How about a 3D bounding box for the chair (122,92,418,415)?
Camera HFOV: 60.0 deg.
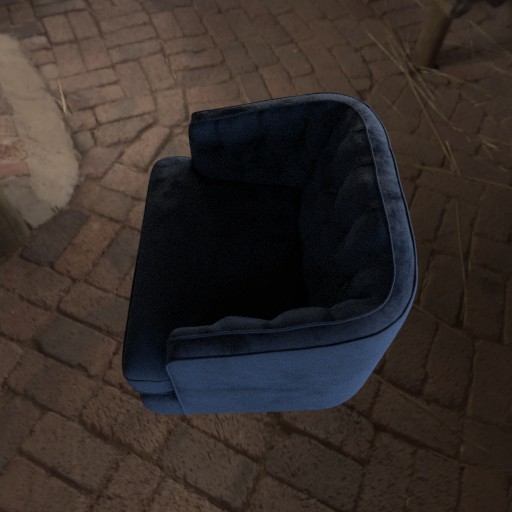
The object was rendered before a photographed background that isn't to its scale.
[{"bbox_3d":[0.000,0.000,1.756,0.940,0.852,1.094,-1,57,0],"label":"chair"}]
